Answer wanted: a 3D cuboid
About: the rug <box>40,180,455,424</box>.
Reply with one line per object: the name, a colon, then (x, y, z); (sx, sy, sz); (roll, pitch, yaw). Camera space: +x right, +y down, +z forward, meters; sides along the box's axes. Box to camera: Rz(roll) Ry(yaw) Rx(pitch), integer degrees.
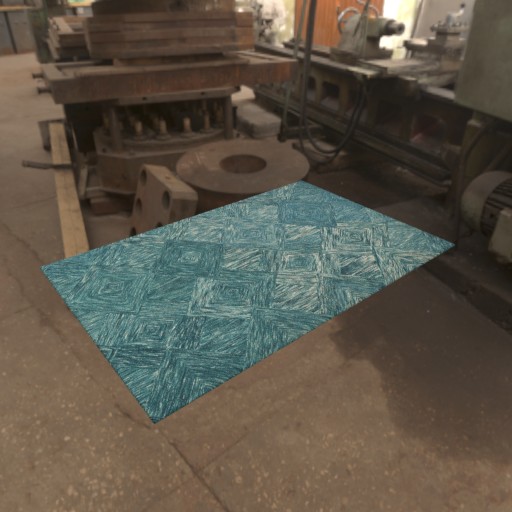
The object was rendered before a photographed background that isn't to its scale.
rug: (0.000, 0.000, 2.892); (2.277, 0.015, 1.490); (-23, 38, -33)
